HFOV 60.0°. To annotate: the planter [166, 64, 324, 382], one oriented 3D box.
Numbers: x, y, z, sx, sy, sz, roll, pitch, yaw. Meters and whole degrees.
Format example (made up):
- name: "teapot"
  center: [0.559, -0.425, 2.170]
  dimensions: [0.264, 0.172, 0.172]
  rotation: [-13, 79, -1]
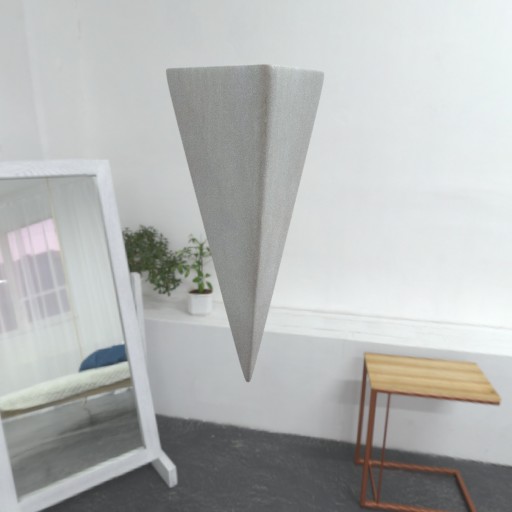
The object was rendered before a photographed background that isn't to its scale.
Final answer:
- name: "planter"
  center: [0.000, 0.000, 0.160]
  dimensions: [0.058, 0.130, 0.047]
  rotation: [-2, 16, -9]
